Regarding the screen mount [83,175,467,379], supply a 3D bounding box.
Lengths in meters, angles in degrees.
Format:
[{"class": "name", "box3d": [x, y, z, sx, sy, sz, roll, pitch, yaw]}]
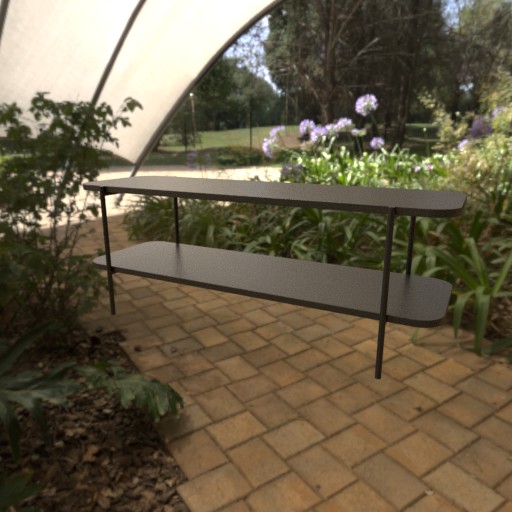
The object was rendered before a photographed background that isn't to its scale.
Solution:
[{"class": "screen mount", "box3d": [0.000, 0.000, 1.456, 1.200, 0.447, 0.400, 8, 17, 26]}]
